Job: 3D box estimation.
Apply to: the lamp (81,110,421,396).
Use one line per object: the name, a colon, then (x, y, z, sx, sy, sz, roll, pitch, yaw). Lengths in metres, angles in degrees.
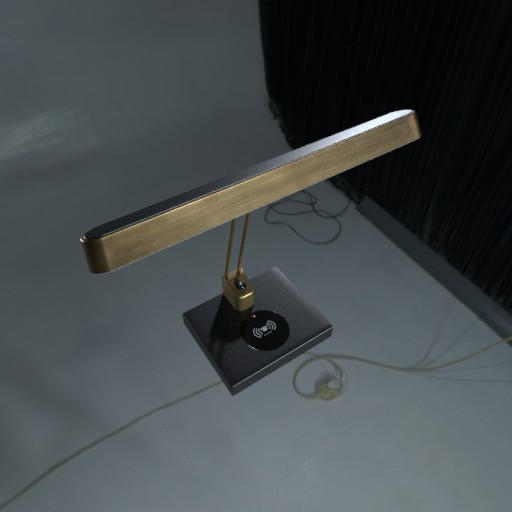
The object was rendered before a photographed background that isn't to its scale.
lamp: (0.000, 0.000, 0.594, 0.412, 0.345, 0.156, -26, 51, -22)
